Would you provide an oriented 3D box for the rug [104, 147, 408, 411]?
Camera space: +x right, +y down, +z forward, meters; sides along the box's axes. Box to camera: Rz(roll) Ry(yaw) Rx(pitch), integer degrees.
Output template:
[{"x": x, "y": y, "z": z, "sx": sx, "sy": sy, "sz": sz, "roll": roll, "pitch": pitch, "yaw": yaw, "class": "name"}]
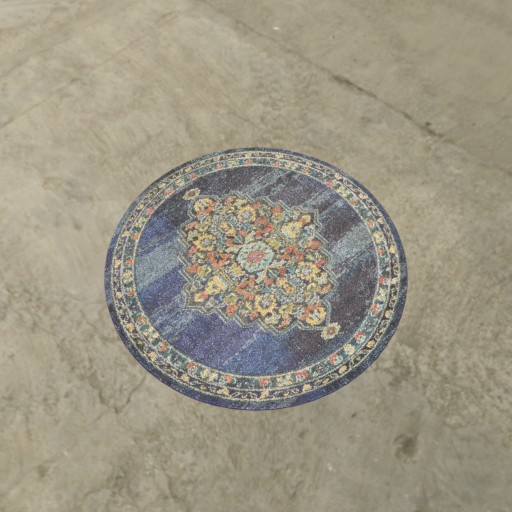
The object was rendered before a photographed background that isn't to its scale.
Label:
[{"x": 0.000, "y": 0.000, "z": 3.538, "sx": 2.386, "sy": 0.014, "sz": 2.386, "roll": 0, "pitch": 59, "yaw": 0, "class": "rug"}]
